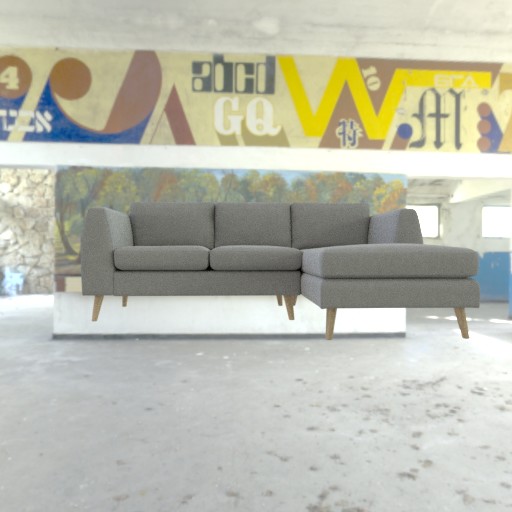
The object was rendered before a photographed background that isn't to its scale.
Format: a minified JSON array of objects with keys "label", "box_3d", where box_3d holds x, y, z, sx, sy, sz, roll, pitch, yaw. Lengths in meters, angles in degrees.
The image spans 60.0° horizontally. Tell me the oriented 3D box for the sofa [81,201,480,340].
[{"label":"sofa","box_3d":[0.000,0.000,3.039,2.300,0.860,1.580,0,1,-2]}]
